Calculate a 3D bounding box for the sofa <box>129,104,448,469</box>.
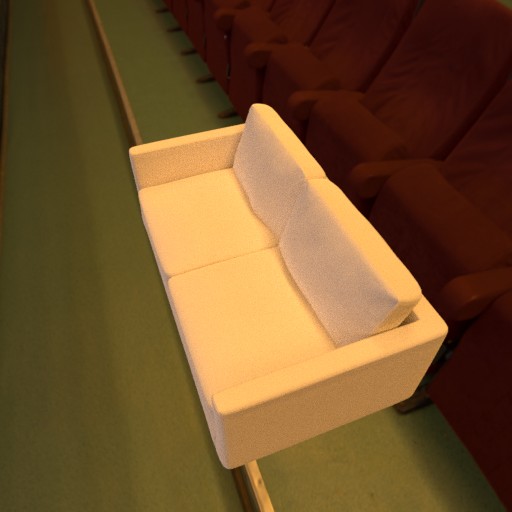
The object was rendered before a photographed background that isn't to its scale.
[{"bbox_3d":[0.000,0.000,2.275,0.964,0.888,1.702,-16,49,-14],"label":"sofa"}]
